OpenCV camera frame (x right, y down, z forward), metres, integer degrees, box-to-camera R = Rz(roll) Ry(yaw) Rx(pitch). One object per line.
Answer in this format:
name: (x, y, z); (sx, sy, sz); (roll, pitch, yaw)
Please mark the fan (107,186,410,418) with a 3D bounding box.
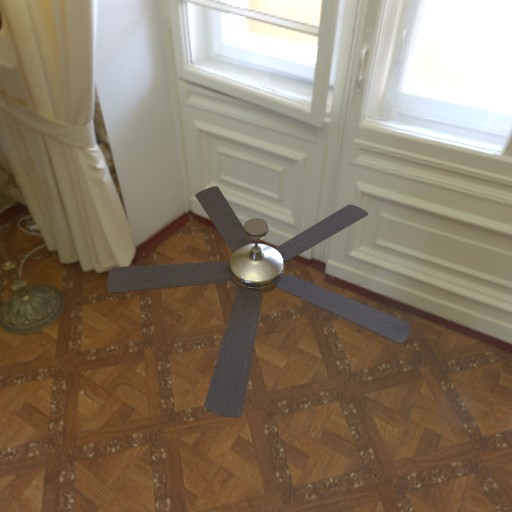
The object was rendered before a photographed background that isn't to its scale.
fan: (0.000, 0.000, 1.971); (1.321, 0.356, 1.321); (-11, 46, -10)
